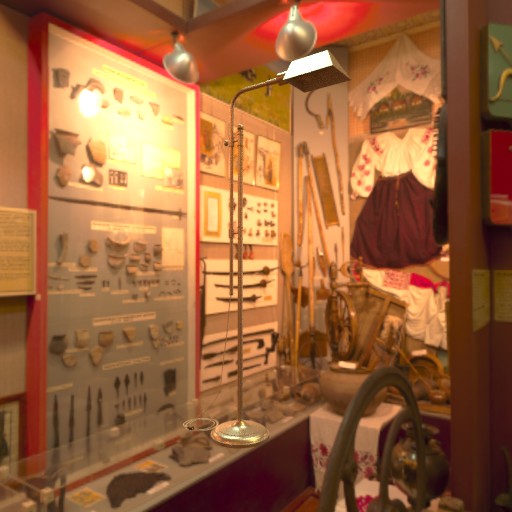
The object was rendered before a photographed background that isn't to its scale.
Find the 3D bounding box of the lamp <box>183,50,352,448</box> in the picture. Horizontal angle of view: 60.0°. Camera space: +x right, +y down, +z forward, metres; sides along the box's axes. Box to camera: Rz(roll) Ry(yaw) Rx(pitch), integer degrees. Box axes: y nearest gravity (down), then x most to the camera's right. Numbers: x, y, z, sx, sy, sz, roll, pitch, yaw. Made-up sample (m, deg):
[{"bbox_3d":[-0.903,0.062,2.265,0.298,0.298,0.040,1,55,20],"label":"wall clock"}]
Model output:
[{"bbox_3d":[0.000,0.000,1.897,0.813,1.571,0.256,-1,-2,37],"label":"lamp"}]
